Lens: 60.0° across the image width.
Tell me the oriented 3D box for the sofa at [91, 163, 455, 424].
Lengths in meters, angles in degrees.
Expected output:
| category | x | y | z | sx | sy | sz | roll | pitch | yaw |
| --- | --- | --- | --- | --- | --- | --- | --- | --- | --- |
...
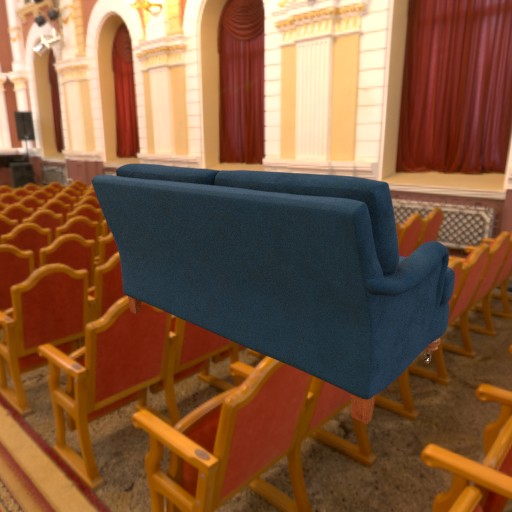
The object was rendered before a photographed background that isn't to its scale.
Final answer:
| category | x | y | z | sx | sy | sz | roll | pitch | yaw |
| --- | --- | --- | --- | --- | --- | --- | --- | --- | --- |
| sofa | 0.000 | 0.000 | 2.782 | 2.141 | 1.101 | 1.084 | 13 | 20 | 42 |
